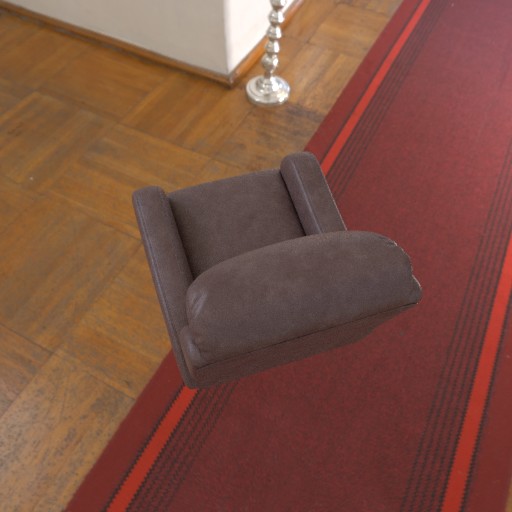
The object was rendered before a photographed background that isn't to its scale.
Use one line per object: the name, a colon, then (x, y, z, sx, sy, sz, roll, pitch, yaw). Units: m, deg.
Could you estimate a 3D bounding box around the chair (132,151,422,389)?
chair: (0.000, 0.000, 1.796, 0.865, 1.067, 1.067, -15, 58, -9)
